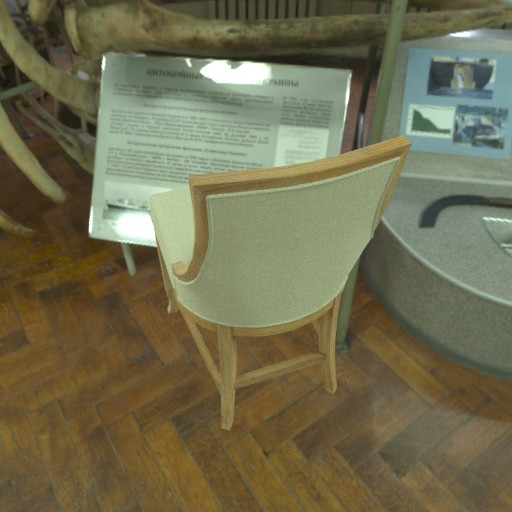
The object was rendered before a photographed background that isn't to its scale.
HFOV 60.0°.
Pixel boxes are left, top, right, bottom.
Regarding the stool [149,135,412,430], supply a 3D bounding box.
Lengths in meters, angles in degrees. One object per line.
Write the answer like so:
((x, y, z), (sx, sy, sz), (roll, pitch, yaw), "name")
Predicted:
((0.000, 0.000, 1.308), (0.524, 0.938, 0.626), (-14, 44, -15), "stool")
